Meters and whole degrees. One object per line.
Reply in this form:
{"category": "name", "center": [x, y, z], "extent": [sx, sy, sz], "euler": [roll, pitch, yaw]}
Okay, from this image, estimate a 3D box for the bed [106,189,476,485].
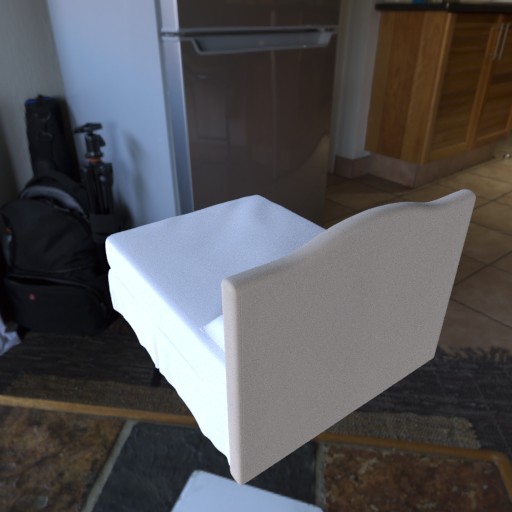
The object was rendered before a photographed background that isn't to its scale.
{"category": "bed", "center": [0.000, 0.000, 3.127], "extent": [1.678, 1.398, 2.052], "euler": [-20, 35, -30]}
